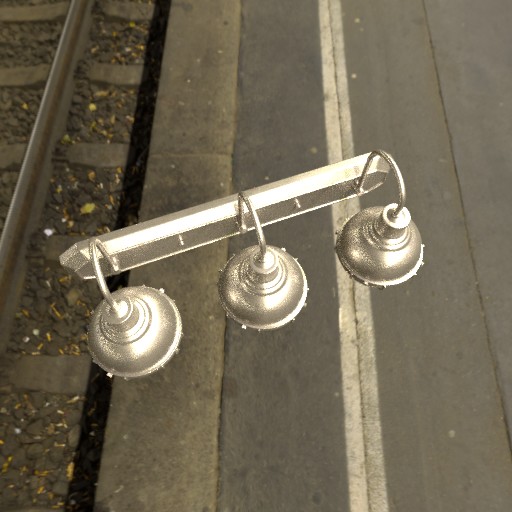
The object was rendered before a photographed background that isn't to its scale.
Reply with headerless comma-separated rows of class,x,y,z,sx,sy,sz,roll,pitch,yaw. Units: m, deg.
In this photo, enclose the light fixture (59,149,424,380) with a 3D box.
light fixture,0.000,0.000,0.761,0.634,0.254,0.229,-18,66,-9
